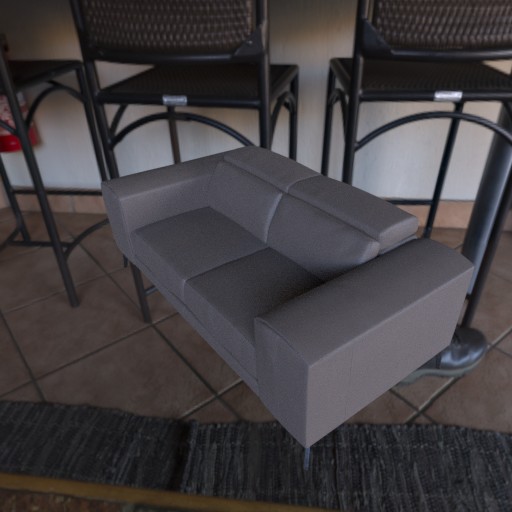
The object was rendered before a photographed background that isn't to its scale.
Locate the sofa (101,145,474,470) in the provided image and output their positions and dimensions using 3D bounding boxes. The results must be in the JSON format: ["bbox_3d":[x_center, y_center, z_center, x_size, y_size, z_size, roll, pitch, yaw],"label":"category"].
[{"bbox_3d":[0.000,0.000,2.423,1.003,0.779,1.895,-22,39,-30],"label":"sofa"}]
